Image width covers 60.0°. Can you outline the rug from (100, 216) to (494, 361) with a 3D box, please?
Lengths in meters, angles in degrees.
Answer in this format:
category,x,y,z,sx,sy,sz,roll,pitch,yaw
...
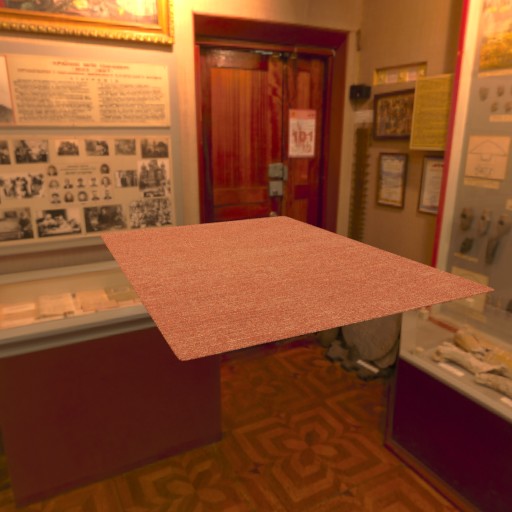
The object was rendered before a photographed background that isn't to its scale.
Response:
category,x,y,z,sx,sy,sz,roll,pitch,yaw
rug,0.000,0.000,2.742,1.594,0.009,2.112,-8,18,-25
